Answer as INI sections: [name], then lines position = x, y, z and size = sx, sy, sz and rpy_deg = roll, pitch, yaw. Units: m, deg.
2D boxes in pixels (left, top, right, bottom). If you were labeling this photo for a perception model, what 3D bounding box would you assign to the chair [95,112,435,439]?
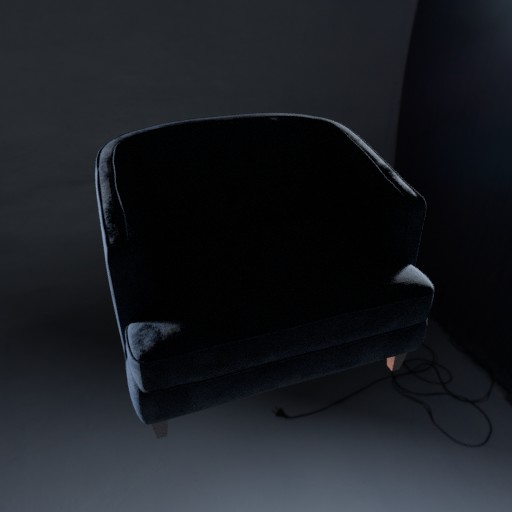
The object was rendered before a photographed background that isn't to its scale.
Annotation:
[chair]
position = 0.000, 0.000, 1.733
size = 1.094, 0.852, 0.940
rpy_deg = -11, 34, -16
